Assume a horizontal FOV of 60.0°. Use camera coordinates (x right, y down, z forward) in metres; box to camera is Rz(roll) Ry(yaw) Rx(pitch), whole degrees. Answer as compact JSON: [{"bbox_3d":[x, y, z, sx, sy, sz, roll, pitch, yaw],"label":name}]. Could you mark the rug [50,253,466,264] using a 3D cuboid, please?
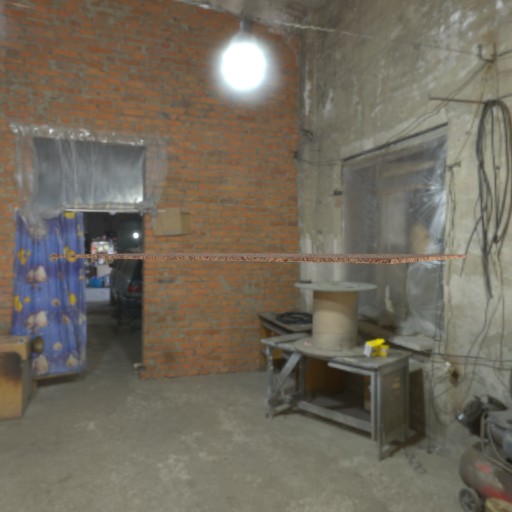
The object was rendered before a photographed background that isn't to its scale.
[{"bbox_3d":[0.000,0.000,2.917,2.285,0.019,1.523,1,1,35],"label":"rug"}]
